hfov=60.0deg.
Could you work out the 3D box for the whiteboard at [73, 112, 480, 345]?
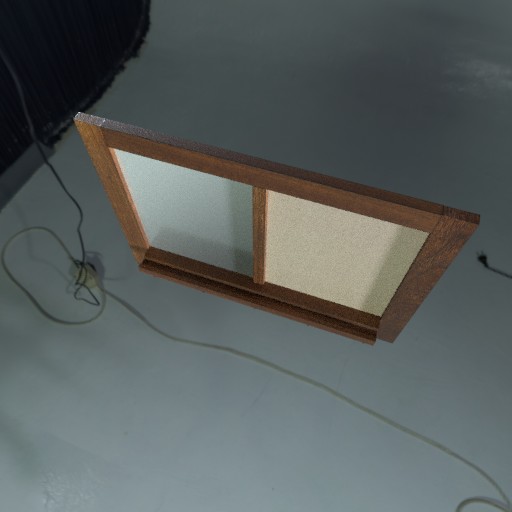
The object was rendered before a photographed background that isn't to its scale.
[{"bbox_3d":[0.000,0.000,1.041,0.783,0.559,0.083,17,60,10],"label":"whiteboard"}]
